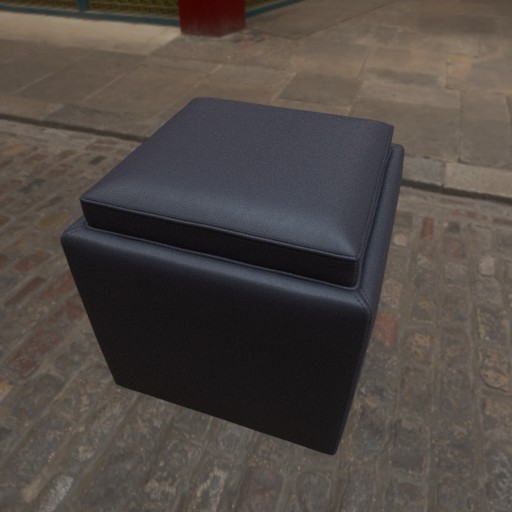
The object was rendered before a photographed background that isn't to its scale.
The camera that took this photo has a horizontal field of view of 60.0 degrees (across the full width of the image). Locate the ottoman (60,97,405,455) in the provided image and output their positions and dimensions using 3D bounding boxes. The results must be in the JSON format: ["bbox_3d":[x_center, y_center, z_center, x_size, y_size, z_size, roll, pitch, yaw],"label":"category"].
[{"bbox_3d":[0.000,0.000,0.819,0.451,0.460,0.450,13,43,14],"label":"ottoman"}]
